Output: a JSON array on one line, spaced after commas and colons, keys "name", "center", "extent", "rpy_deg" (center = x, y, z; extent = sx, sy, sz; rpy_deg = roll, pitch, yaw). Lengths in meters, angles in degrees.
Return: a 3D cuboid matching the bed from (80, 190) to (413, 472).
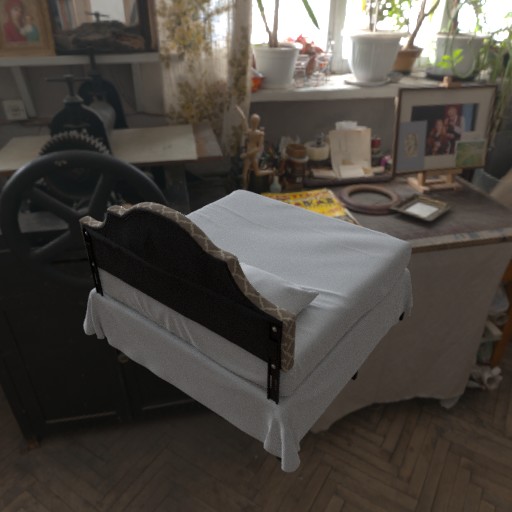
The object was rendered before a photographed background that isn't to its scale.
[{"name": "bed", "center": [0.000, 0.000, 3.775], "extent": [2.314, 1.601, 2.222], "rpy_deg": [22, 38, 32]}]
